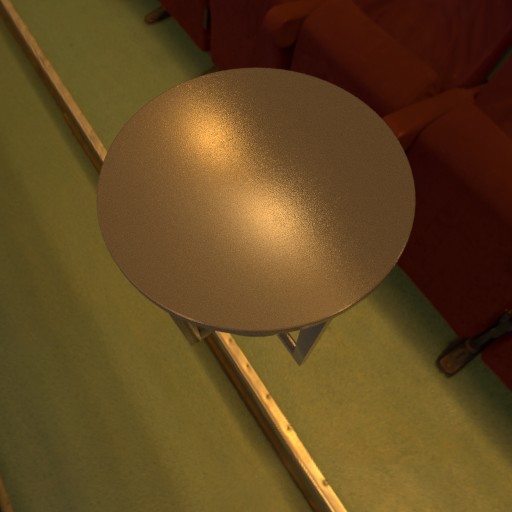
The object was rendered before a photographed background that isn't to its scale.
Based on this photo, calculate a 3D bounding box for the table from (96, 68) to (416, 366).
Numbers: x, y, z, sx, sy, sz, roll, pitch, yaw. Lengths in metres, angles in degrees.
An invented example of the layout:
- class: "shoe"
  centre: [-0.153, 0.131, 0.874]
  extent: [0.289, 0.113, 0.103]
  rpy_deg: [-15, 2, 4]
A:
- class: "table"
  centre: [0.000, 0.000, 0.948]
  extent: [0.500, 0.550, 0.500]
  rpy_deg: [0, 64, 0]
